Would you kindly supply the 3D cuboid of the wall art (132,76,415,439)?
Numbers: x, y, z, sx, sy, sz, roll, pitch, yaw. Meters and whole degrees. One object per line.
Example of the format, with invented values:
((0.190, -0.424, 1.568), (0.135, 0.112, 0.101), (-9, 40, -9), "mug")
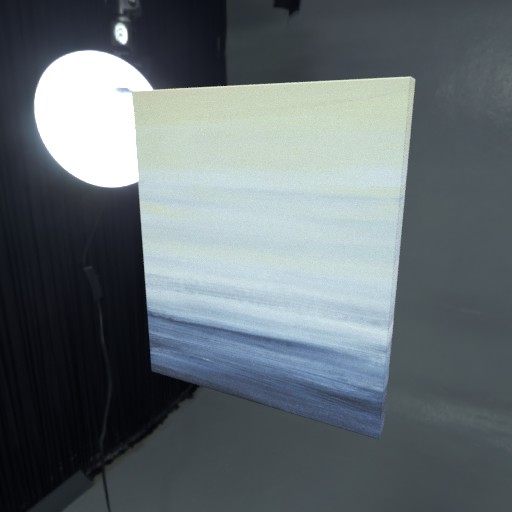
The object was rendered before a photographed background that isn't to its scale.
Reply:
((0.000, 0.000, 0.710), (0.435, 0.511, 0.037), (8, 18, 26), "wall art")
